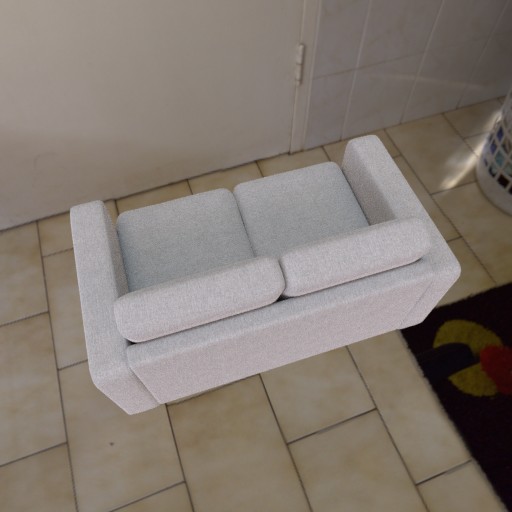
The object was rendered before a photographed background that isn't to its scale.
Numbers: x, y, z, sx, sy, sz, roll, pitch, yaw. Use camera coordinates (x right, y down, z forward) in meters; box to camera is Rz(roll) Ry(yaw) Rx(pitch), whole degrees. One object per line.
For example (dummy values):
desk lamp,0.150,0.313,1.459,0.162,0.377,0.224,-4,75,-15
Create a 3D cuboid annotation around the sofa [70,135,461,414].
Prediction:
sofa,0.000,0.000,2.082,1.540,0.800,0.900,-15,60,-9
